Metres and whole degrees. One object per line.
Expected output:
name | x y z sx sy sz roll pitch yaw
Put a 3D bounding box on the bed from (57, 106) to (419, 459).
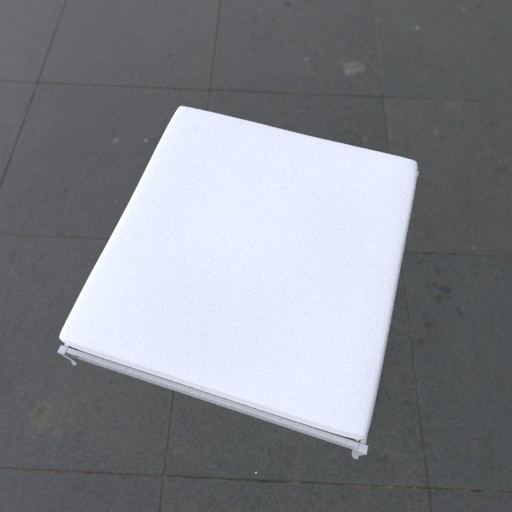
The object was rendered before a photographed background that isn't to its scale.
bed | 0.000 0.000 3.141 2.007 0.510 2.108 16 65 8
